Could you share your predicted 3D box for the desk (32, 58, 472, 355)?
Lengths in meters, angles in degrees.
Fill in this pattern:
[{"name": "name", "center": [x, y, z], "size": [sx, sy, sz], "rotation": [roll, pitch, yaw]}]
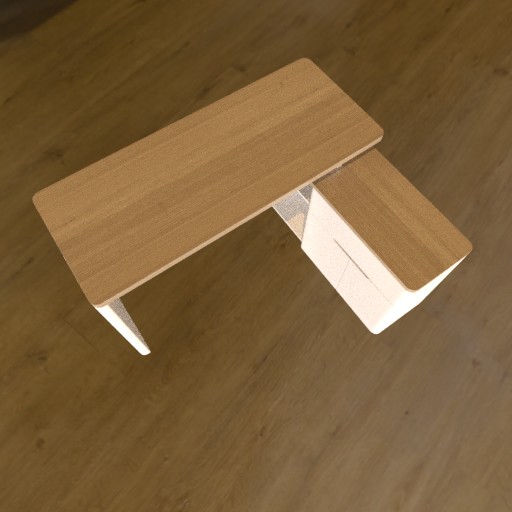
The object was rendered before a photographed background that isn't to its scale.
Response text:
[{"name": "desk", "center": [0.000, 0.000, 2.092], "size": [1.400, 0.770, 1.175], "rotation": [-32, 68, -14]}]
